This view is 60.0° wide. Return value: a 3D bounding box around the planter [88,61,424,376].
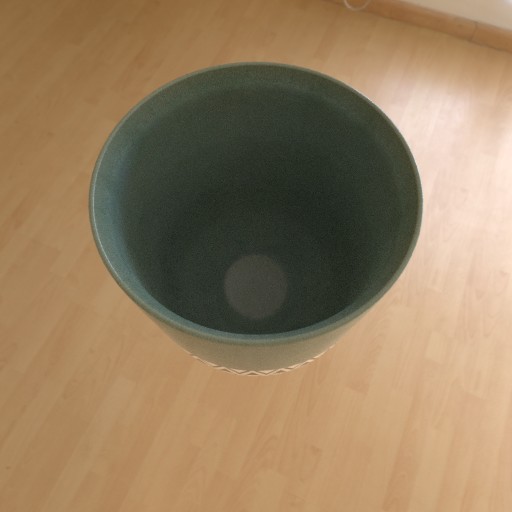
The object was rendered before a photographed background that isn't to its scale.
[{"bbox_3d":[0.000,0.000,0.361,0.198,0.214,0.198,0,65,0],"label":"planter"}]
